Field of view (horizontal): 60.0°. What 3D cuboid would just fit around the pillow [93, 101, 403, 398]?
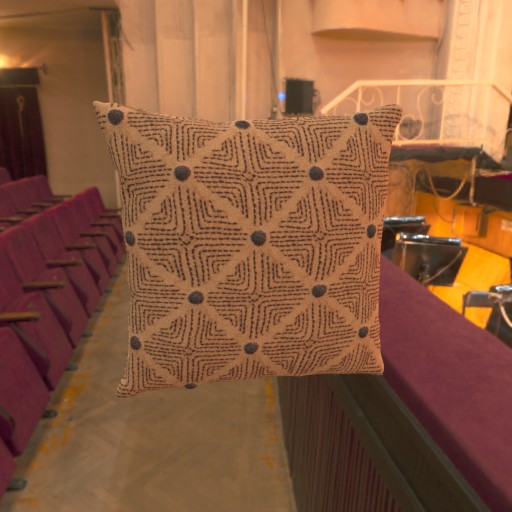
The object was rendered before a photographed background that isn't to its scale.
[{"bbox_3d":[0.000,0.000,0.775,0.510,0.510,0.145,-2,15,-9],"label":"pillow"}]
